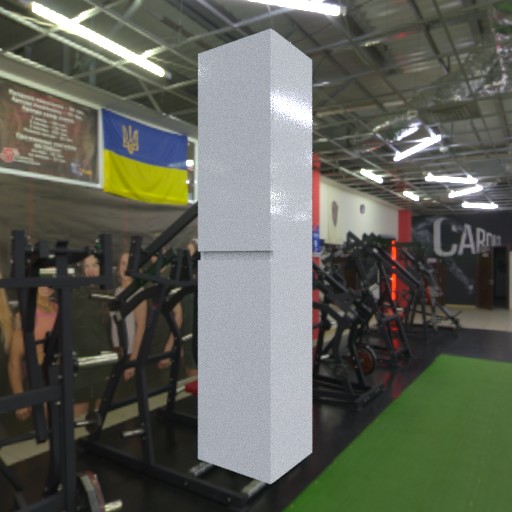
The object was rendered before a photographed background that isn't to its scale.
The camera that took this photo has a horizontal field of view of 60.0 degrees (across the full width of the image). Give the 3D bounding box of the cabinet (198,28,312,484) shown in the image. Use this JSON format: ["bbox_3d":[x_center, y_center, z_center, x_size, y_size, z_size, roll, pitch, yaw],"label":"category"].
[{"bbox_3d":[0.000,0.000,1.556,0.300,1.400,0.270,0,0,35],"label":"cabinet"}]
